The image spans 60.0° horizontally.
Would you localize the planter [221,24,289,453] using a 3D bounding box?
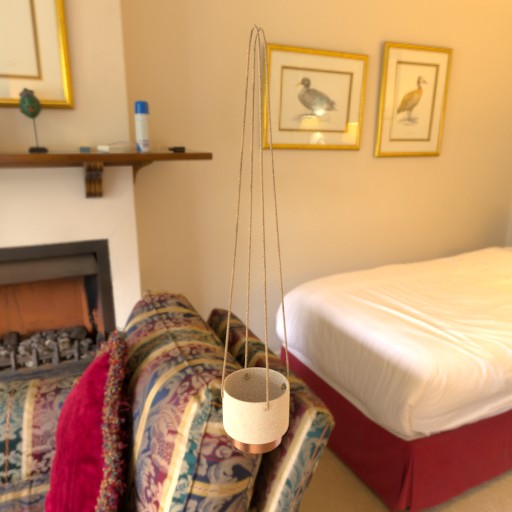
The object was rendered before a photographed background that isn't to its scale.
[{"bbox_3d":[0.000,0.000,0.889,0.146,0.841,0.146,8,17,26],"label":"planter"}]
